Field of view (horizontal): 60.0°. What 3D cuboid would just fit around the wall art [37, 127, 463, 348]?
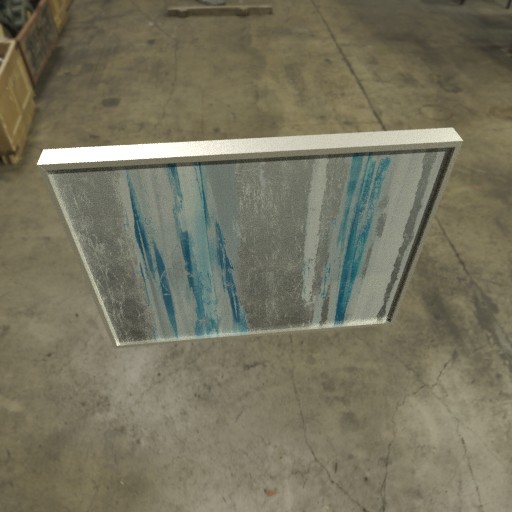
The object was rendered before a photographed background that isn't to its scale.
[{"bbox_3d":[0.000,0.000,1.404,1.056,0.801,0.066,-4,46,-4],"label":"wall art"}]
